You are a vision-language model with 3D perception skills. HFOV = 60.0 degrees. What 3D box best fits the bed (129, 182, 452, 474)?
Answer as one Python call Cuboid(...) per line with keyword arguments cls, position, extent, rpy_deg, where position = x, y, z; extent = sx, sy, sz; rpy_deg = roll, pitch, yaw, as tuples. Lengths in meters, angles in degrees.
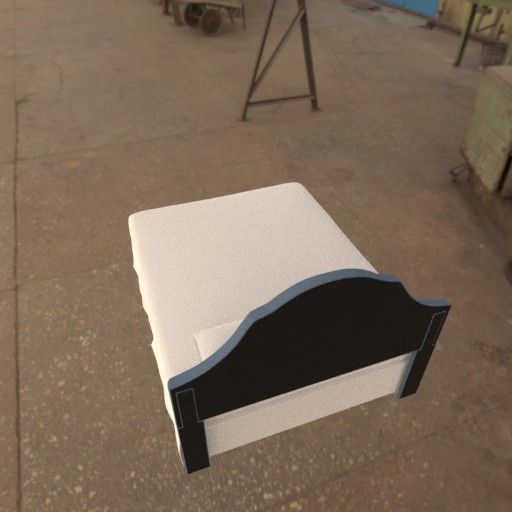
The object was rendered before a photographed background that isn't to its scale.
Cuboid(cls="bed", position=(0.000, 0.000, 3.826), extent=(2.039, 1.617, 2.477), rpy_deg=(-13, 42, -15))
